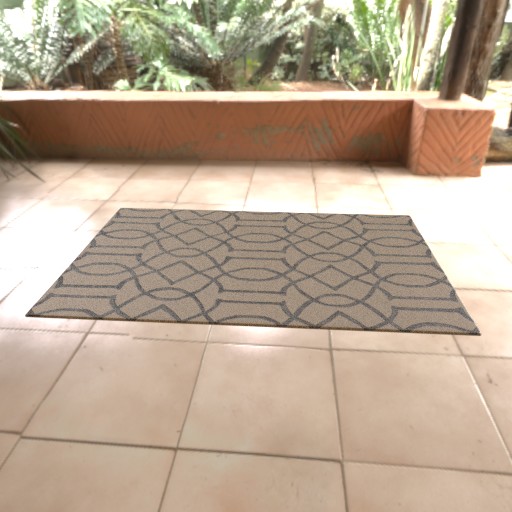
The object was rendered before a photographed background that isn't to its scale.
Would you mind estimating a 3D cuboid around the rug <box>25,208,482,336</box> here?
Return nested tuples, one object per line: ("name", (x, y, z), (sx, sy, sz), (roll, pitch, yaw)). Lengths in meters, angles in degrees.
("rug", (0.000, 0.000, 2.948), (2.365, 0.017, 1.521), (2, 28, 3))
